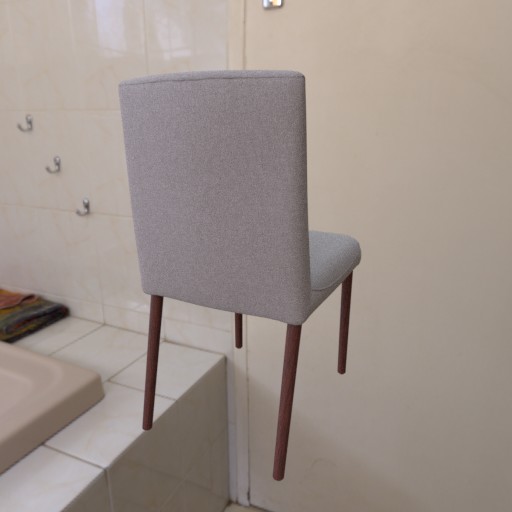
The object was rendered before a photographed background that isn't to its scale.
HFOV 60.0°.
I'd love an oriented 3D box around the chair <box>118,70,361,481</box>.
[{"bbox_3d":[0.000,0.000,1.178,0.456,0.859,0.570,8,18,26],"label":"chair"}]
